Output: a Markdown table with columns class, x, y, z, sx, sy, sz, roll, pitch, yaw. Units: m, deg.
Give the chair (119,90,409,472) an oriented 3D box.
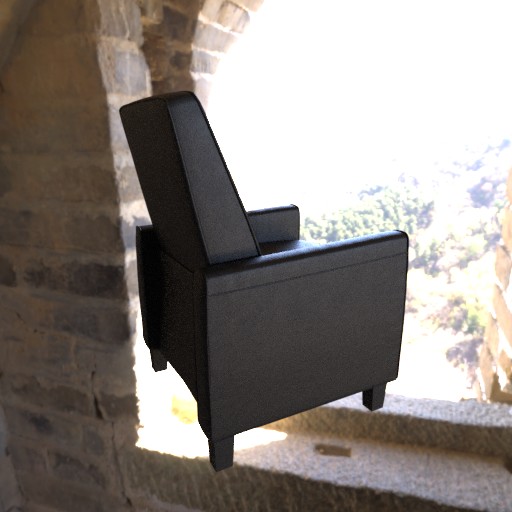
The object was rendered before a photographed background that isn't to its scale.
| class | x | y | z | sx | sy | sz | roll | pitch | yaw |
| --- | --- | --- | --- | --- | --- | --- | --- | --- | --- |
| chair | 0.000 | 0.000 | 1.516 | 0.746 | 1.013 | 0.705 | -8 | 17 | -27 |
